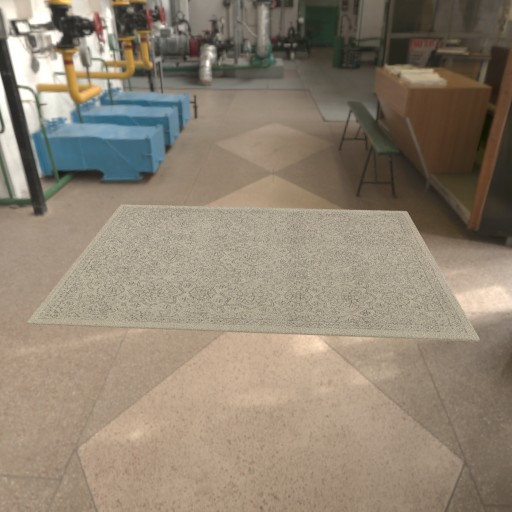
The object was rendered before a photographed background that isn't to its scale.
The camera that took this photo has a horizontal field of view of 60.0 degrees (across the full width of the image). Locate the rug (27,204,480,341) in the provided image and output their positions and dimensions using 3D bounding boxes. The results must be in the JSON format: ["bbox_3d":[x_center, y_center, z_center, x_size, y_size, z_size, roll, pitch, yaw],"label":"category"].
[{"bbox_3d":[0.000,0.000,2.304,1.829,0.010,1.219,2,30,3],"label":"rug"}]
